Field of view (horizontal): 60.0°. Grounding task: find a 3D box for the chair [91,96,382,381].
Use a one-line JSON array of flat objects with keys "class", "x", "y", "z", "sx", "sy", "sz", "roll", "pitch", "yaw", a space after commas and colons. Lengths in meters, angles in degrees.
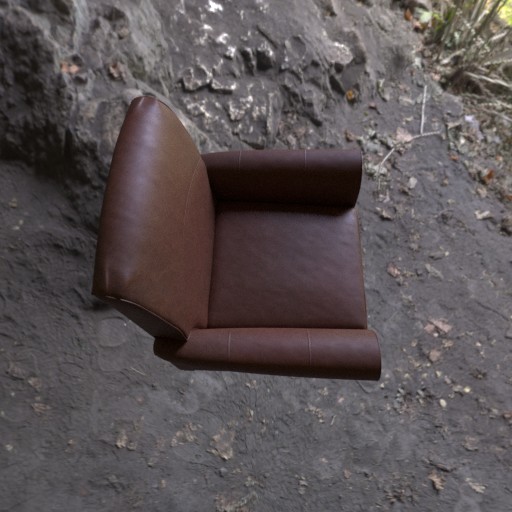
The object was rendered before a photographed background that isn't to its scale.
[{"class": "chair", "x": 0.000, "y": 0.000, "z": 1.781, "sx": 0.902, "sy": 1.061, "sz": 0.978, "roll": 2, "pitch": 64, "yaw": 1}]
